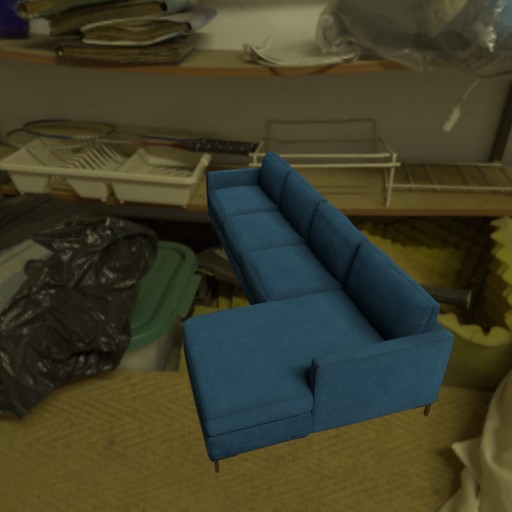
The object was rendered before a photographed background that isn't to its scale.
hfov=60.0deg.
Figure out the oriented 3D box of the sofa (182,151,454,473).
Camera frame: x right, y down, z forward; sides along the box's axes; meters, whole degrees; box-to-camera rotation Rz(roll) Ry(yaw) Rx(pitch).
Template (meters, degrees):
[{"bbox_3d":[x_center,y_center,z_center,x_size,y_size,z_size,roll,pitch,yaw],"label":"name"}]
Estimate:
[{"bbox_3d":[0.000,0.000,3.436,1.350,0.810,2.932,-8,31,-14],"label":"sofa"}]
